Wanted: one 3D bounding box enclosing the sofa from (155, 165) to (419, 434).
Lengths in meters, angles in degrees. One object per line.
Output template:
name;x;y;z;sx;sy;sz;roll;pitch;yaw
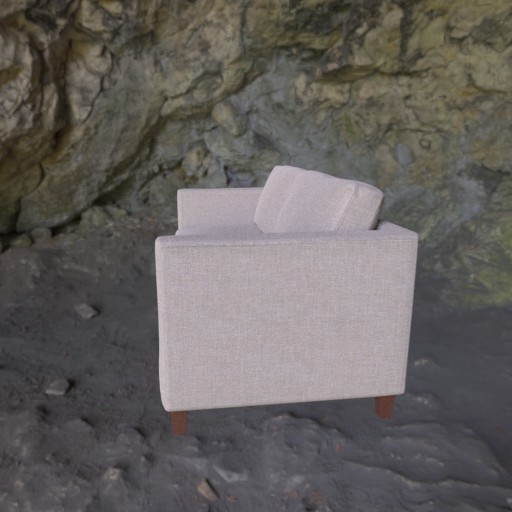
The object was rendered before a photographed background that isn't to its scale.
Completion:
sofa;0.000;0.000;2.453;0.951;0.947;1.884;-2;14;-7
